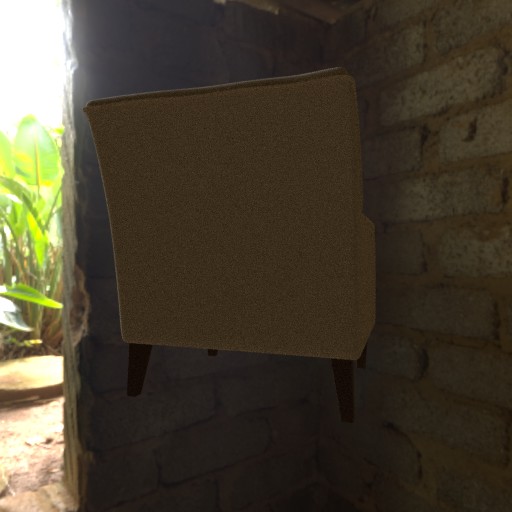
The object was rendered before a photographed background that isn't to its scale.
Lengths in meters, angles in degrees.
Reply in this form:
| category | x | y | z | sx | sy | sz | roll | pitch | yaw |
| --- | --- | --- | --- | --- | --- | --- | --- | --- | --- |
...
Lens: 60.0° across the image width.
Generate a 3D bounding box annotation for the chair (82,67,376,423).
| category | x | y | z | sx | sy | sz | roll | pitch | yaw |
| --- | --- | --- | --- | --- | --- | --- | --- | --- | --- |
| chair | 0.000 | 0.000 | 1.570 | 0.780 | 0.919 | 0.899 | 0 | 0 | 19 |
